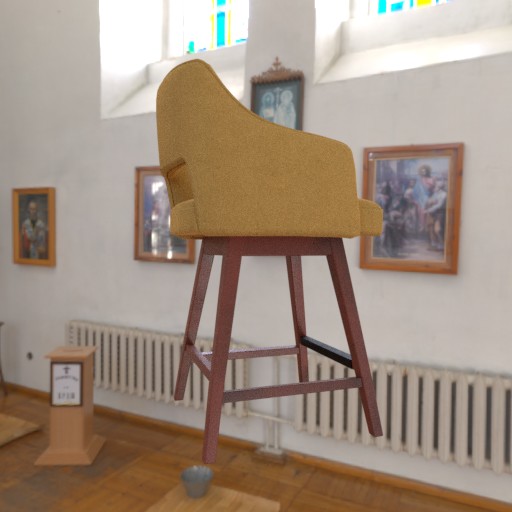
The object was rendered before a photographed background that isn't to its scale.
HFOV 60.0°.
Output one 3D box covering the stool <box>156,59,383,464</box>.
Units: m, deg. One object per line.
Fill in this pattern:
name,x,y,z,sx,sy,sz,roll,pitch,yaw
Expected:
stool,0.000,0.000,1.267,0.558,0.924,0.548,0,1,-19
